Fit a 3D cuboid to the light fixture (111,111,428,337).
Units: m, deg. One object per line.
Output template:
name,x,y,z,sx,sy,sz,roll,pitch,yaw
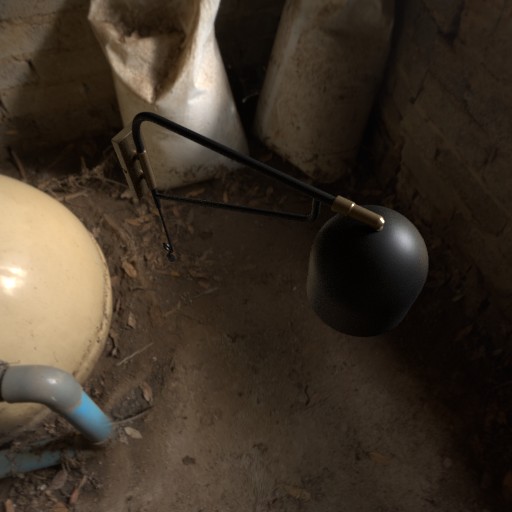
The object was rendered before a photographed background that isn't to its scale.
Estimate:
light fixture,0.000,0.000,1.083,0.720,0.696,0.215,30,64,16
